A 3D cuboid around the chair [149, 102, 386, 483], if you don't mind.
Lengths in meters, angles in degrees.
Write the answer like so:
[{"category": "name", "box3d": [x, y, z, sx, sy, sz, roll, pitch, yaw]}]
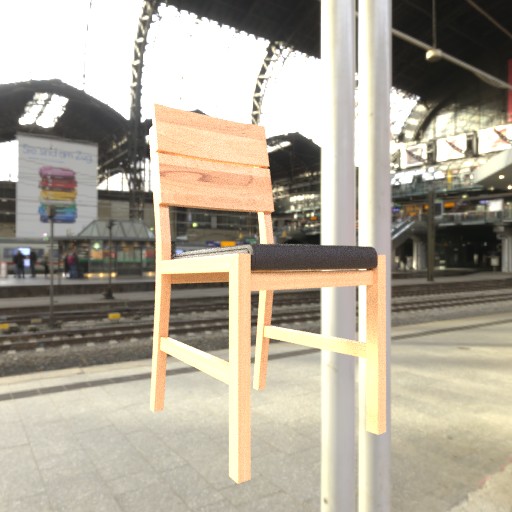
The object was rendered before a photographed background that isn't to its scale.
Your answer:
[{"category": "chair", "box3d": [0.000, 0.000, 1.280, 0.475, 0.950, 0.560, 0, -1, -35]}]
